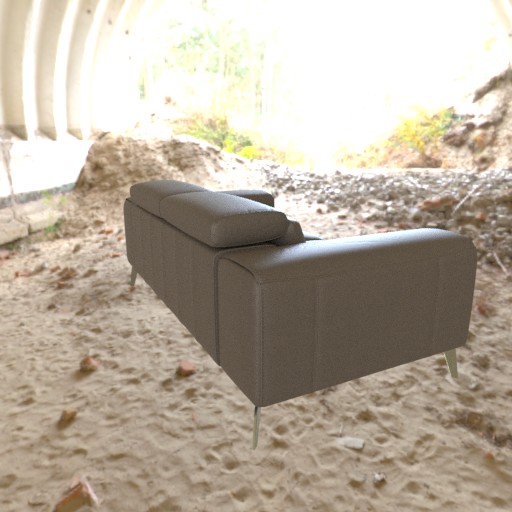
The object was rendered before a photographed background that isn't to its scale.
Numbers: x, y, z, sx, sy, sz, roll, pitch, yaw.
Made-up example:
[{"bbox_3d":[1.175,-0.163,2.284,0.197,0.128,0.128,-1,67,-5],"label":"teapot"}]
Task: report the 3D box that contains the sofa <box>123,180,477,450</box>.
[{"bbox_3d":[0.000,0.000,2.387,1.024,0.753,1.930,-8,17,-26],"label":"sofa"}]
